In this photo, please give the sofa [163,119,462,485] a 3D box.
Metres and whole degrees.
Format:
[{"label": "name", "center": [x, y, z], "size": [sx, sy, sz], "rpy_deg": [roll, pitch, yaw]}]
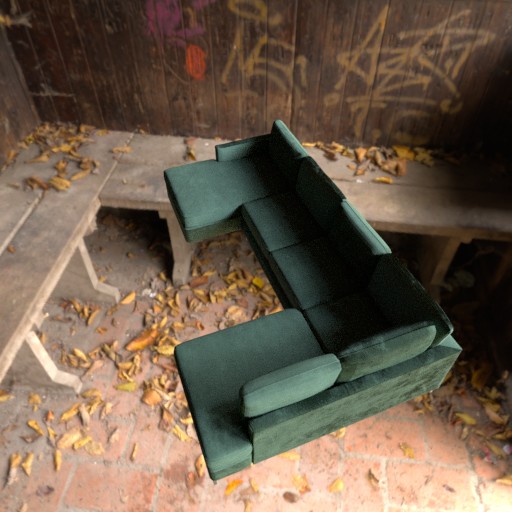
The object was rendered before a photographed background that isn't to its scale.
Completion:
[{"label": "sofa", "center": [0.000, 0.000, 4.350], "size": [2.055, 0.992, 3.434], "rpy_deg": [-16, 48, -15]}]
